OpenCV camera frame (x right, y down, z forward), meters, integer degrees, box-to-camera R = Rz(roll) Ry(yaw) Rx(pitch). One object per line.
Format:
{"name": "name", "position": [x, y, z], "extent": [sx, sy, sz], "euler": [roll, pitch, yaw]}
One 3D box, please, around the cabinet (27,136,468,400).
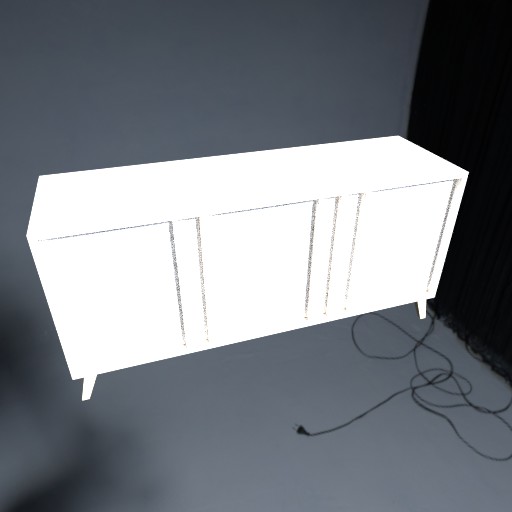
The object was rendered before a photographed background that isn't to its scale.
{"name": "cabinet", "position": [0.000, 0.000, 1.989], "extent": [1.649, 0.780, 0.500], "euler": [-10, 34, -15]}
